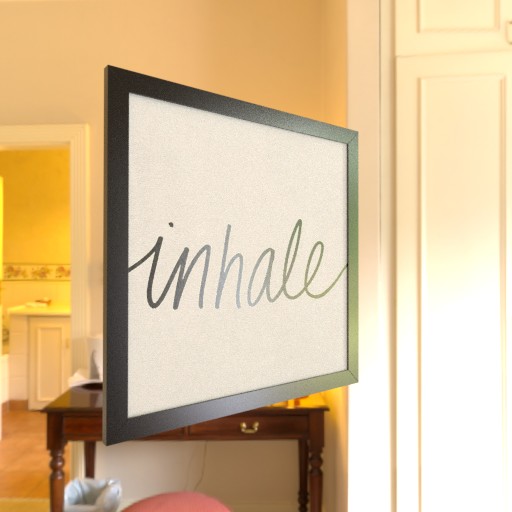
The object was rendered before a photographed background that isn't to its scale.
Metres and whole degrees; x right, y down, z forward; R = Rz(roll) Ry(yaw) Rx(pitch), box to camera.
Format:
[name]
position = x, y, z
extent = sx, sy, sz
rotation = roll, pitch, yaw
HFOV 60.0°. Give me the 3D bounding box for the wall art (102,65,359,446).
[wall art]
position = 0.000, 0.000, 0.656
extent = 0.446, 0.445, 0.014
rotation = 0, -1, -37
